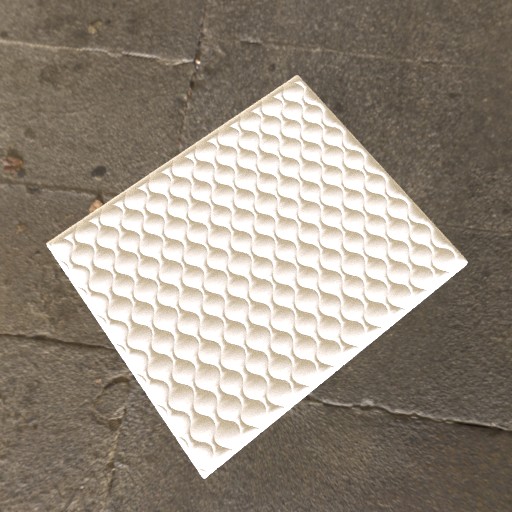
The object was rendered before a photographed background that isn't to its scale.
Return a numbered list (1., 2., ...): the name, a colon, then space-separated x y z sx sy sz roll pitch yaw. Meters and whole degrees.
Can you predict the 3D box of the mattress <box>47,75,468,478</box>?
1. mattress: 0.000 0.000 2.654 1.900 0.200 1.600 -36 78 -9
